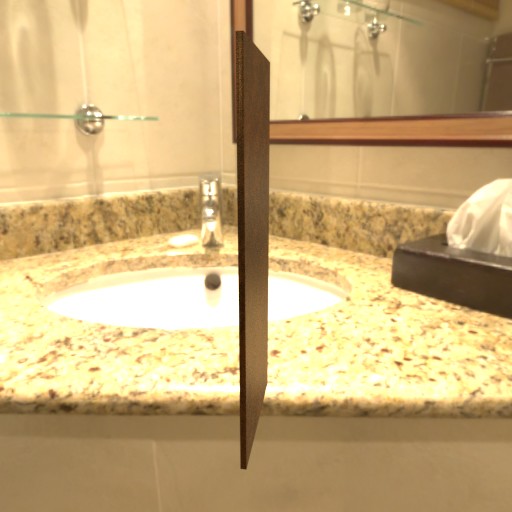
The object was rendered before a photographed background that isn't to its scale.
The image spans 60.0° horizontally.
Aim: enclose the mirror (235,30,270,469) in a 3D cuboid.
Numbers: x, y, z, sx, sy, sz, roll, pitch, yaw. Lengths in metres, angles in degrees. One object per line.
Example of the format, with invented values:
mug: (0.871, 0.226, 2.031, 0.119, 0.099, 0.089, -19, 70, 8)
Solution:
mirror: (0.000, 0.000, 2.372, 0.032, 2.031, 0.812, 2, 16, 9)
